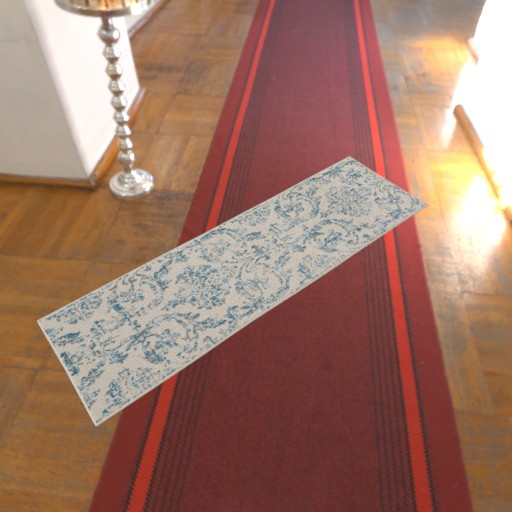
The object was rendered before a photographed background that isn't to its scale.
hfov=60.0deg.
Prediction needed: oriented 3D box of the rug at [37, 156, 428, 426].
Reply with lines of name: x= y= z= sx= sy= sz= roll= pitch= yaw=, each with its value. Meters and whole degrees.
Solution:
rug: x=0.000 y=0.000 z=2.441 sx=2.196 sy=0.011 sz=0.662 roll=-30 pitch=54 yaw=-25
